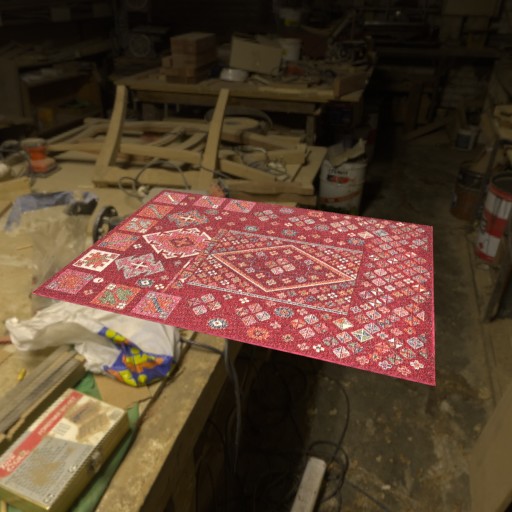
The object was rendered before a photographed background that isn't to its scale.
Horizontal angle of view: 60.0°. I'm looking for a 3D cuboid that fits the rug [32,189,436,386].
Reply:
[{"bbox_3d":[0.000,0.000,2.877,2.184,0.007,1.579,10,33,15],"label":"rug"}]
